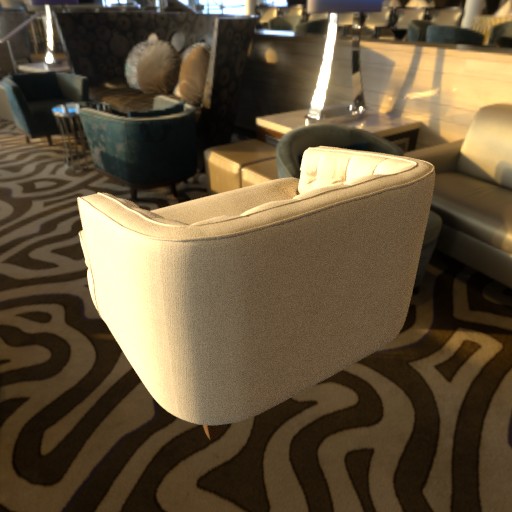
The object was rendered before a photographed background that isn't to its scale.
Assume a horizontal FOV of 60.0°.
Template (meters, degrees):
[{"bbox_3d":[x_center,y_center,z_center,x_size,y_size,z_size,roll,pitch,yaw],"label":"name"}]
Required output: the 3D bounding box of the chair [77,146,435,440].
[{"bbox_3d":[0.000,0.000,1.703,1.118,0.787,0.914,-18,35,-29],"label":"chair"}]
